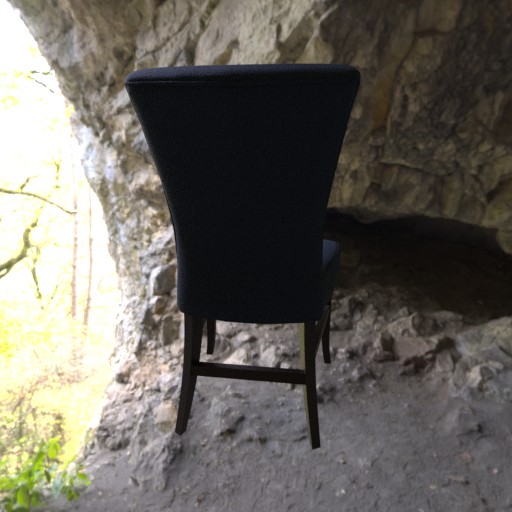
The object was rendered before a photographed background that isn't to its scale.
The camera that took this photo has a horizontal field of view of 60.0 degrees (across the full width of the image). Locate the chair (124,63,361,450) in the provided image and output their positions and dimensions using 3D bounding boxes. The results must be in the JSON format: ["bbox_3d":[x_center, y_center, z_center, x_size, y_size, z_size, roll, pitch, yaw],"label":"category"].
[{"bbox_3d":[0.000,0.000,1.326,0.520,0.991,0.660,2,16,9],"label":"chair"}]
